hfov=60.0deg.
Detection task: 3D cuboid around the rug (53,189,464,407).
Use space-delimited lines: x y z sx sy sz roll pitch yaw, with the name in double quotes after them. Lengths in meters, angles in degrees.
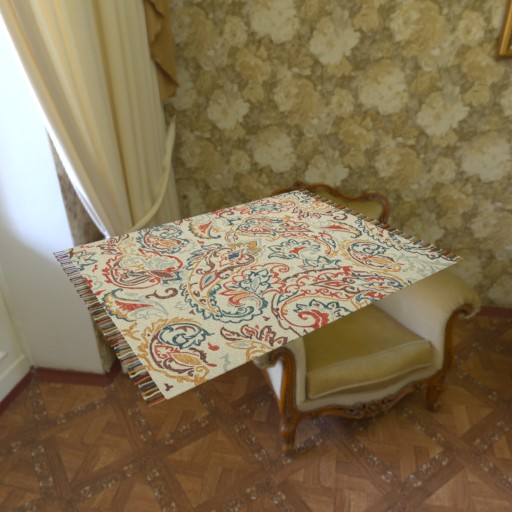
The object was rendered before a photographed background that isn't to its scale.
0.000 0.000 4.392 3.274 0.015 2.439 -18 33 -30 "rug"
